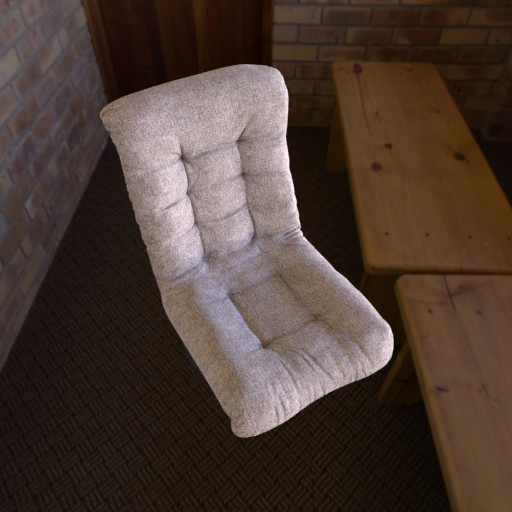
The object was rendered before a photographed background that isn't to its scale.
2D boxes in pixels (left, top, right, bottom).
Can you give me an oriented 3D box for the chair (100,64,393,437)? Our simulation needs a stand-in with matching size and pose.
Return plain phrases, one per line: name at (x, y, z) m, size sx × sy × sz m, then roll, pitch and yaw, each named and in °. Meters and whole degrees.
chair at (0.000, 0.000, 0.960) m, size 0.400 × 0.600 × 0.583 m, roll -23°, pitch 50°, yaw -20°
